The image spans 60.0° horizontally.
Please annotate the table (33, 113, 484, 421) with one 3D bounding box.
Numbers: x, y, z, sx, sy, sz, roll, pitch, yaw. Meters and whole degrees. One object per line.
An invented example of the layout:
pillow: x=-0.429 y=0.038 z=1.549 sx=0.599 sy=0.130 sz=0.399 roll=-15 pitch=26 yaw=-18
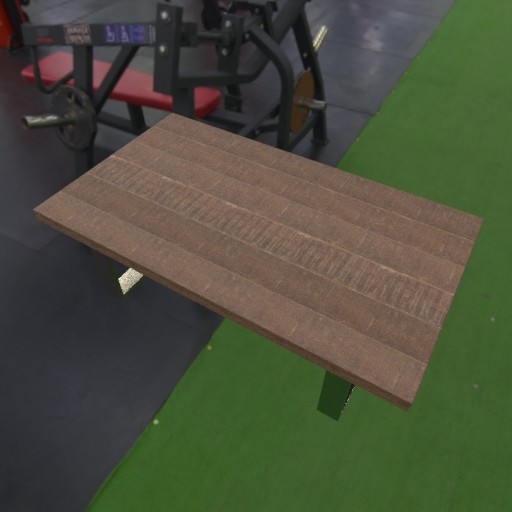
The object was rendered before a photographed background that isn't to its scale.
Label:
table: x=0.000 y=0.000 z=1.743 sx=1.400 sy=0.440 sz=0.800 roll=24 pitch=52 yaw=21
